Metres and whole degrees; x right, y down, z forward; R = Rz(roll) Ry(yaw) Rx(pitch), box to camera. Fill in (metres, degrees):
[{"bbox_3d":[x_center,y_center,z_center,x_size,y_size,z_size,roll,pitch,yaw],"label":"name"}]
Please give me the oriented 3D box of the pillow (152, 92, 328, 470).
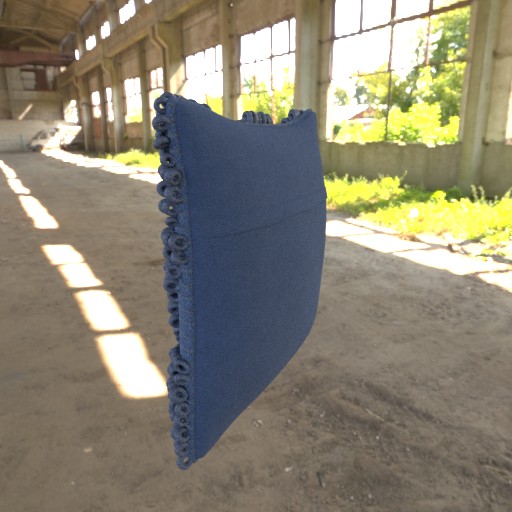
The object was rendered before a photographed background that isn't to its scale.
[{"bbox_3d":[0.000,0.000,0.711,0.172,0.466,0.469,7,17,25],"label":"pillow"}]
